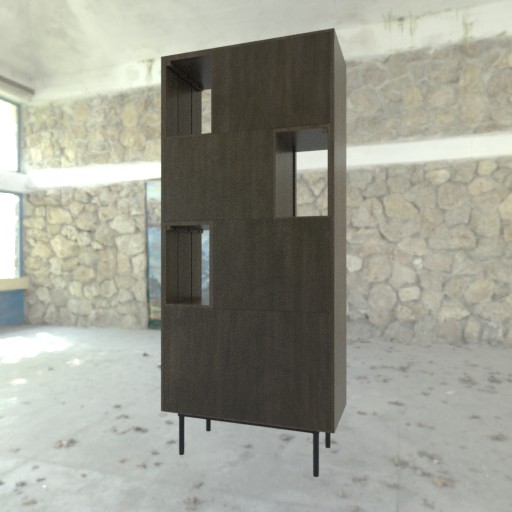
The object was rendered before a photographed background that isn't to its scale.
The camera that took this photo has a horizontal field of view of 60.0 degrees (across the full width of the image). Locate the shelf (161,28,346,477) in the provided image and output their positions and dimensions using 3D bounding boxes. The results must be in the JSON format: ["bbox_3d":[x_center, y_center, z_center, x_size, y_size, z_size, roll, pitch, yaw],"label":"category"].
[{"bbox_3d":[0.000,0.000,1.760,0.670,1.545,0.323,0,0,19],"label":"shelf"}]
